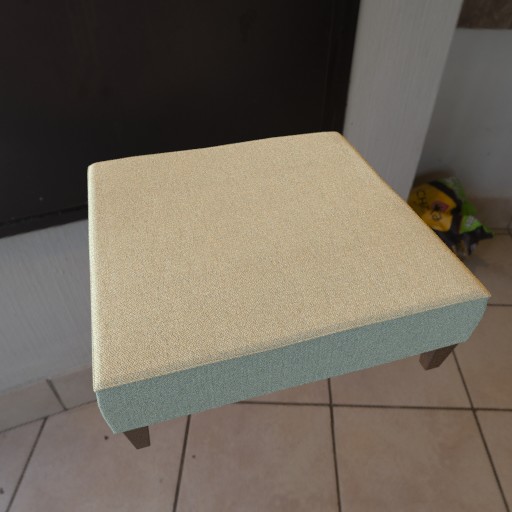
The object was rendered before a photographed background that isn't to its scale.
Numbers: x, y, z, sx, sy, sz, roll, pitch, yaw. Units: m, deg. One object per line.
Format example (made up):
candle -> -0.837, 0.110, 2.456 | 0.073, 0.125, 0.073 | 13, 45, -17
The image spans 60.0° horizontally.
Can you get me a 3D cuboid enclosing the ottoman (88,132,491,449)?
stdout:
ottoman -> 0.000, 0.000, 1.477 | 1.004, 0.379, 0.968 | -11, 43, -12
